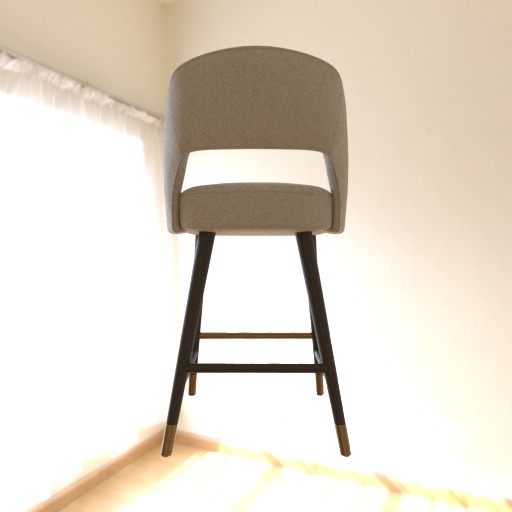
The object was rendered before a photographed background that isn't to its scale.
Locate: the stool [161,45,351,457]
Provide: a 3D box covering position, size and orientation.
[{"bbox_3d":[0.000,0.000,1.233,0.494,0.940,0.509,0,1,0],"label":"stool"}]
